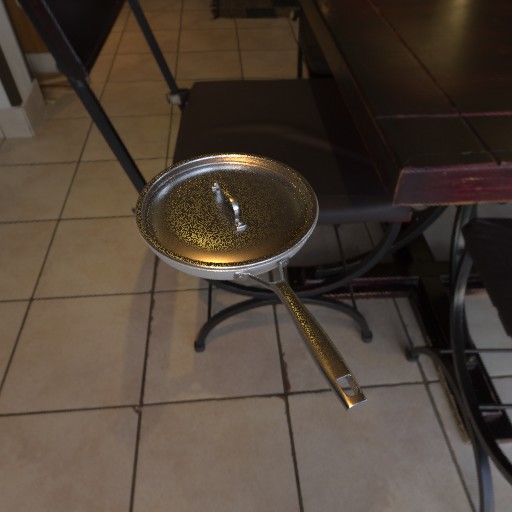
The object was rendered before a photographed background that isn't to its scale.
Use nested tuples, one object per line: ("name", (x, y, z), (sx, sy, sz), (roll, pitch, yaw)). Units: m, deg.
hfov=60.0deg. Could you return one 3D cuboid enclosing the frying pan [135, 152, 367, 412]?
("frying pan", (0.000, 0.000, 0.601), (0.272, 0.086, 0.490), (-17, 48, -16))
